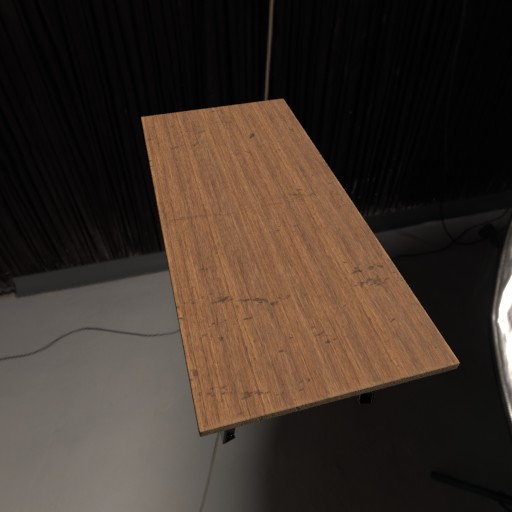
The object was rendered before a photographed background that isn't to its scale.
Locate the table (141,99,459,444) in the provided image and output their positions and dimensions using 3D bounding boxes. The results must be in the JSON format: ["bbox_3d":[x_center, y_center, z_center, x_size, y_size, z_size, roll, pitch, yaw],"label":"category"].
[{"bbox_3d":[0.000,0.000,2.592,1.000,0.757,2.200,-11,47,-11],"label":"table"}]
